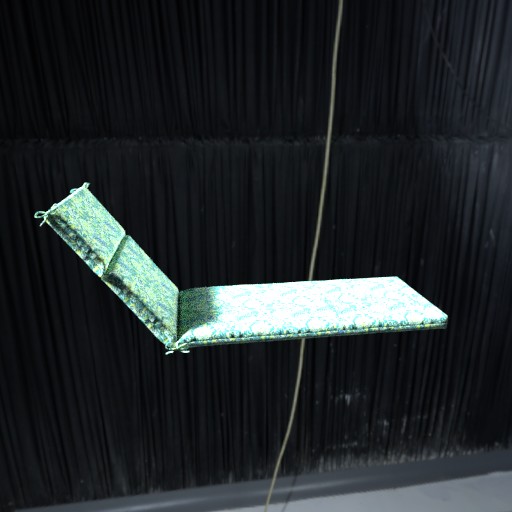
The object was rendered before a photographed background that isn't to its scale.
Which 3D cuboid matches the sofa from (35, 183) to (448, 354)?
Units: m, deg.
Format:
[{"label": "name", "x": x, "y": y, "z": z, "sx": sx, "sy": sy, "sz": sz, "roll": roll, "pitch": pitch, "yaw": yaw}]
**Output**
[{"label": "sofa", "x": 0.000, "y": 0.000, "z": 2.014, "sx": 1.663, "sy": 0.622, "sz": 0.582, "roll": -3, "pitch": 18, "yaw": -8}]
